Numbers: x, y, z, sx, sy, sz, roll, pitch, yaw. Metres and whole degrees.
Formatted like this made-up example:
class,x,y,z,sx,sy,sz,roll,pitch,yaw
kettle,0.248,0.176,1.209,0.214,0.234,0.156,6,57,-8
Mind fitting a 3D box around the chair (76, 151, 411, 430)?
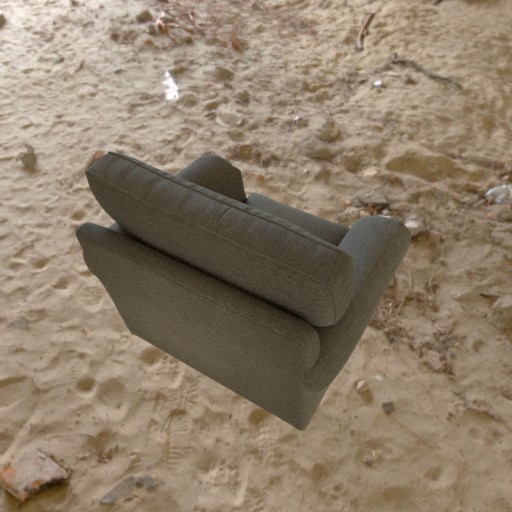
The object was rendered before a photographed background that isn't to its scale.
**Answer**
class,x,y,z,sx,sy,sz,roll,pitch,yaw
chair,0.000,0.000,1.877,1.092,0.961,0.965,23,50,22
